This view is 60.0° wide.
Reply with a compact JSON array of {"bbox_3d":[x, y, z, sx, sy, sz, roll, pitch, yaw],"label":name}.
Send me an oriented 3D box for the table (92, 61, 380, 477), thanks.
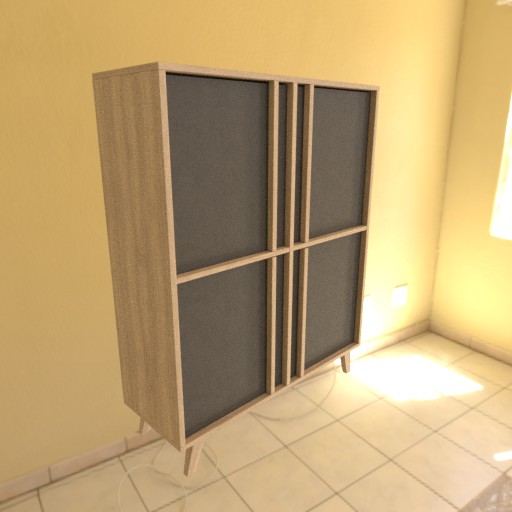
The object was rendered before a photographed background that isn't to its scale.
[{"bbox_3d":[0.000,0.000,1.879,1.111,1.388,0.398,-15,22,-42],"label":"table"}]
